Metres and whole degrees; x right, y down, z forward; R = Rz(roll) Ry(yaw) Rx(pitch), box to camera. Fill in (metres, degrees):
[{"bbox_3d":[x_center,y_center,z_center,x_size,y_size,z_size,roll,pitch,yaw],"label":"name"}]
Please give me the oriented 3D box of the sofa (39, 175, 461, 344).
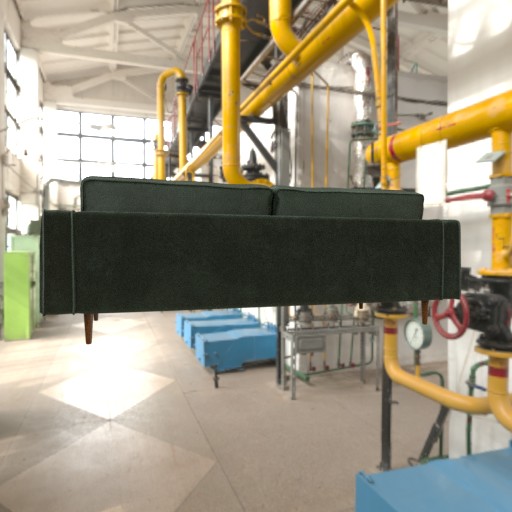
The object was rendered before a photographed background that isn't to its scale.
[{"bbox_3d":[0.000,0.000,2.607,2.214,0.781,0.886,0,1,-17],"label":"sofa"}]
